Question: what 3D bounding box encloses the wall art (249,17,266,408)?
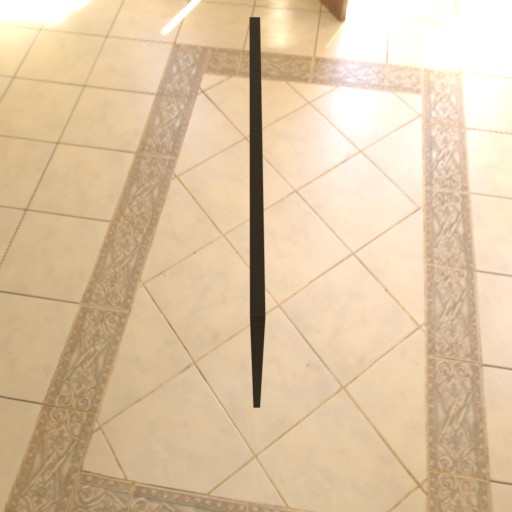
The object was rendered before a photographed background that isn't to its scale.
[{"bbox_3d":[0.000,0.000,0.690,0.013,0.534,0.380,0,63,0],"label":"wall art"}]
